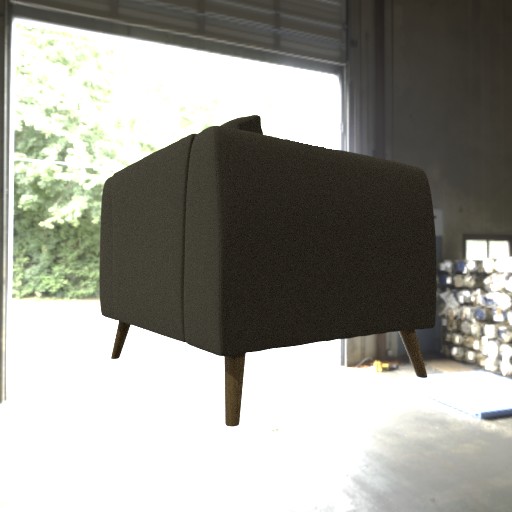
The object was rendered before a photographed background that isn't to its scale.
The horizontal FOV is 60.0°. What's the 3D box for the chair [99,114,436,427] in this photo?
[{"bbox_3d":[0.000,0.000,1.725,0.930,0.860,1.000,0,-1,-35],"label":"chair"}]
